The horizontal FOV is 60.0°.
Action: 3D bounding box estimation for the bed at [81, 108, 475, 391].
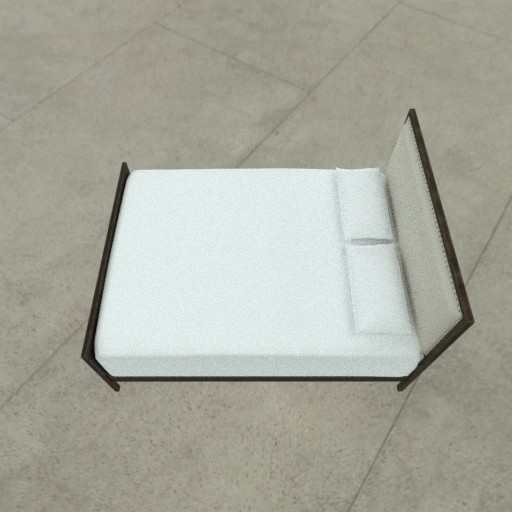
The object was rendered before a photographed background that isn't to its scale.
[{"bbox_3d":[0.000,0.000,3.227,2.221,1.313,1.607,0,58,0],"label":"bed"}]
